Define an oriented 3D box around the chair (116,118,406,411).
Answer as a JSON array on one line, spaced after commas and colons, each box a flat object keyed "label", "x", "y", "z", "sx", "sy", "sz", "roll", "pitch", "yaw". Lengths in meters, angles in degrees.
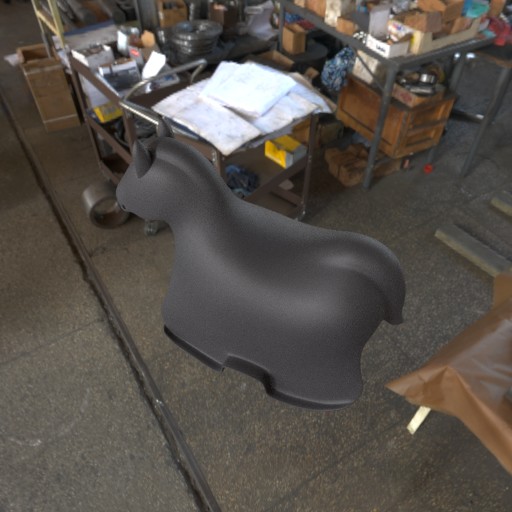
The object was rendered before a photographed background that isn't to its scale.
[{"label": "chair", "x": 0.000, "y": 0.000, "z": 1.160, "sx": 0.800, "sy": 0.612, "sz": 0.429, "roll": 18, "pitch": 50, "yaw": 16}]
